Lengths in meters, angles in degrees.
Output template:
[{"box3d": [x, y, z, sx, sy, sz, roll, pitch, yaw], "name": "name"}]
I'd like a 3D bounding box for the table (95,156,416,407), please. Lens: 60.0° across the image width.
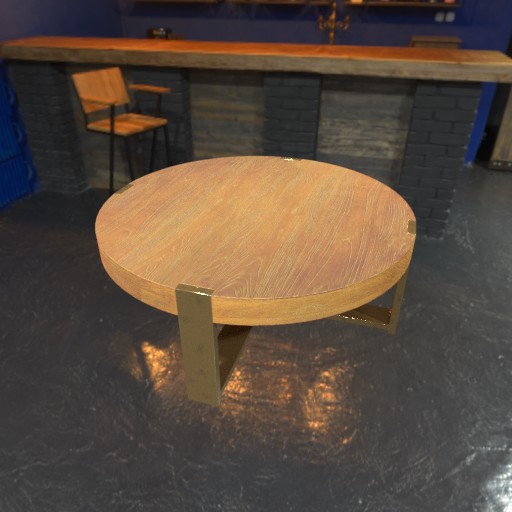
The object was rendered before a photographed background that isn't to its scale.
[{"box3d": [0.000, 0.000, 1.702, 1.100, 0.420, 1.100, 0, 31, 0], "name": "table"}]
